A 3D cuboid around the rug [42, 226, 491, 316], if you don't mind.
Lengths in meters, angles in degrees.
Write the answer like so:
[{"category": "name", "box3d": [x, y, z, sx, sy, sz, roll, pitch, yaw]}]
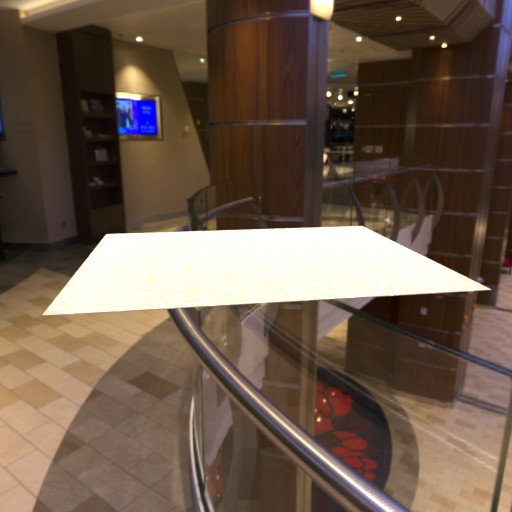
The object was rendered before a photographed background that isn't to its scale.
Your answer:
[{"category": "rug", "box3d": [0.000, 0.000, 3.896, 2.892, 0.006, 2.283, -2, 15, -9]}]
